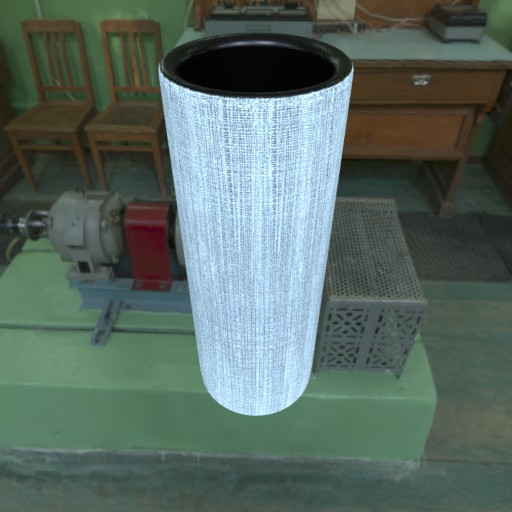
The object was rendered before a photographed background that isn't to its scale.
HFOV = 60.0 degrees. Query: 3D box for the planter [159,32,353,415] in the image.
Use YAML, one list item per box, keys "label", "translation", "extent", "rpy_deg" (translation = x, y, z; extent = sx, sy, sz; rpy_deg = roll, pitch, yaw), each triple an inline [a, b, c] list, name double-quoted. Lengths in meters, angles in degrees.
- label: "planter"
  translation: [0.000, 0.000, 0.317]
  extent: [0.100, 0.270, 0.100]
  rpy_deg: [1, 41, 1]
